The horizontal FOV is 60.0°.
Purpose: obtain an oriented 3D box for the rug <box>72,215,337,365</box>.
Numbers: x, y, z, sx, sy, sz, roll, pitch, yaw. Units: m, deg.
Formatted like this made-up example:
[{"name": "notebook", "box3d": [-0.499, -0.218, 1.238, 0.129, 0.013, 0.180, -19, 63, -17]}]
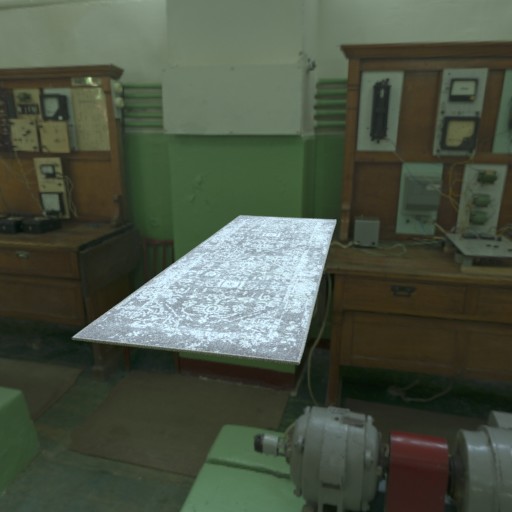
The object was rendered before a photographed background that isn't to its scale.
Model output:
[{"name": "rug", "box3d": [0.000, 0.000, 2.697, 0.855, 0.017, 2.452, 4, 17, 12]}]
